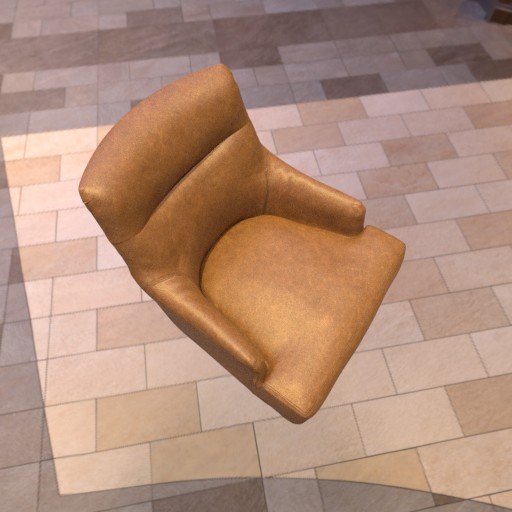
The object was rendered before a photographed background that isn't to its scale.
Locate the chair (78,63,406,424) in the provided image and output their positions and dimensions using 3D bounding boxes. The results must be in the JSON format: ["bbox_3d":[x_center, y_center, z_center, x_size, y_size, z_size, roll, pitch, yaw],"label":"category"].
[{"bbox_3d":[0.000,0.000,1.516,0.874,0.869,0.729,29,63,17],"label":"chair"}]
